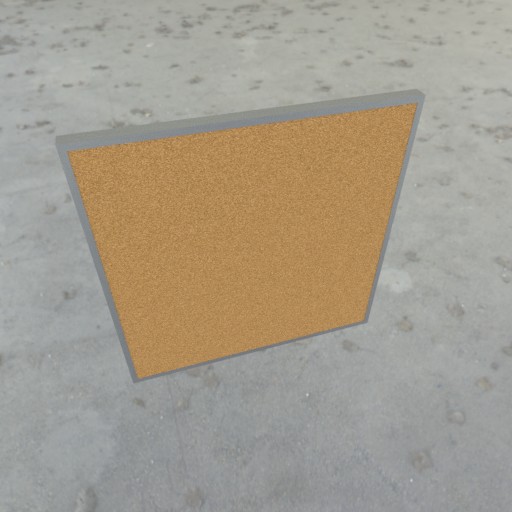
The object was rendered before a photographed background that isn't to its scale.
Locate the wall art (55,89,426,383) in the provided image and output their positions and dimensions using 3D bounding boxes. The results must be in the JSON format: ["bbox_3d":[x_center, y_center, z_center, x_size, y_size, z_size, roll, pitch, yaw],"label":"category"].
[{"bbox_3d":[0.000,0.000,1.208,0.806,0.806,0.038,-12,43,-13],"label":"wall art"}]
